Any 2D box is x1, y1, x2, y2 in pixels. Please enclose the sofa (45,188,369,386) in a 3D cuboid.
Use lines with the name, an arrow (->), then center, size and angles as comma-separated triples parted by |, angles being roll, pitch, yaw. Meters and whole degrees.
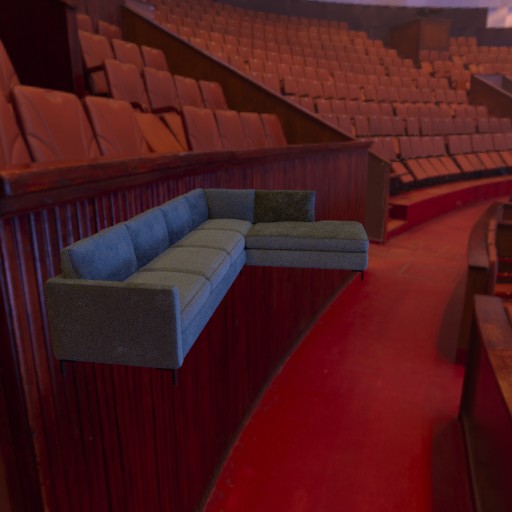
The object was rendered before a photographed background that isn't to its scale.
sofa -> 0.000, 0.000, 3.216 | 1.707, 0.687, 2.486 | 2, 16, 9
